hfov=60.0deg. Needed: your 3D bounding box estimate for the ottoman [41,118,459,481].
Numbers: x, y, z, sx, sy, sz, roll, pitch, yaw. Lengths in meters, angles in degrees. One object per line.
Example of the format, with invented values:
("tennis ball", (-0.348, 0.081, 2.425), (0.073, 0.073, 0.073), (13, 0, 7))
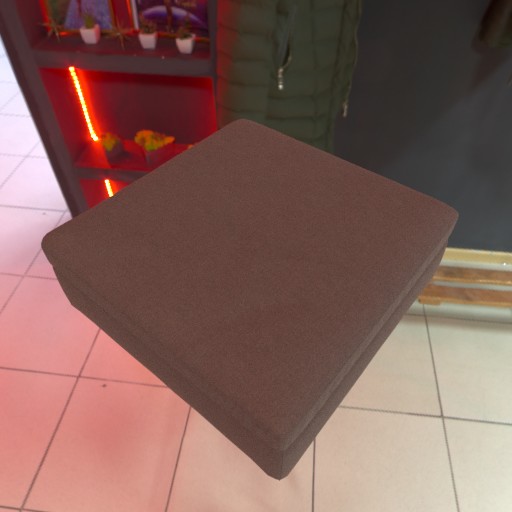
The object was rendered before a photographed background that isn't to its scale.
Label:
("ottoman", (0.000, 0.000, 1.821), (1.181, 0.470, 1.181), (31, 54, 26))
